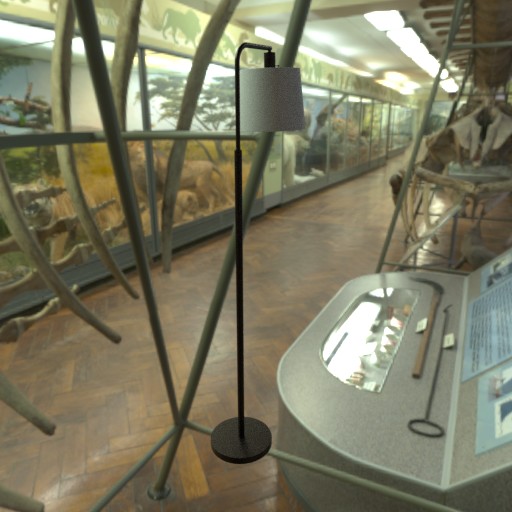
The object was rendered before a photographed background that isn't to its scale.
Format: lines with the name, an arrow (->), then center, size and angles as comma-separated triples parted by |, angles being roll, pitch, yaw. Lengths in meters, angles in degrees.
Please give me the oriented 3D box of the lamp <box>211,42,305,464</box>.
lamp -> 0.000, 0.000, 1.672 | 0.254, 1.478, 0.508 | 8, 18, 25
